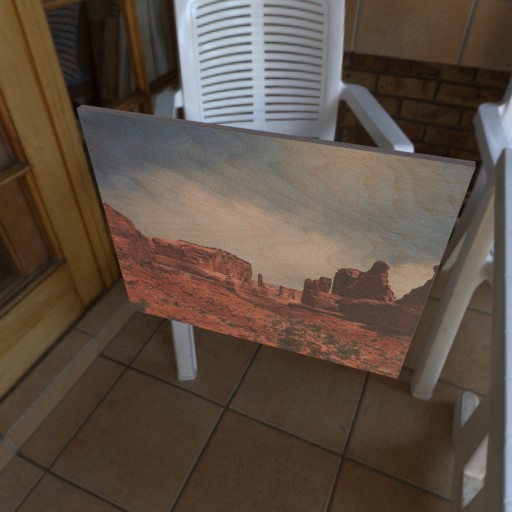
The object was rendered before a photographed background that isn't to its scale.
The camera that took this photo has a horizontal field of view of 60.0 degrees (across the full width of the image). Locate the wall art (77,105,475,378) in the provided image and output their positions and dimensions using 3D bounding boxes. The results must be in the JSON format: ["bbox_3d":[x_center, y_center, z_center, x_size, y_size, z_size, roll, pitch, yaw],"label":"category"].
[{"bbox_3d":[0.000,0.000,0.681,0.508,0.406,0.013,12,43,13],"label":"wall art"}]
